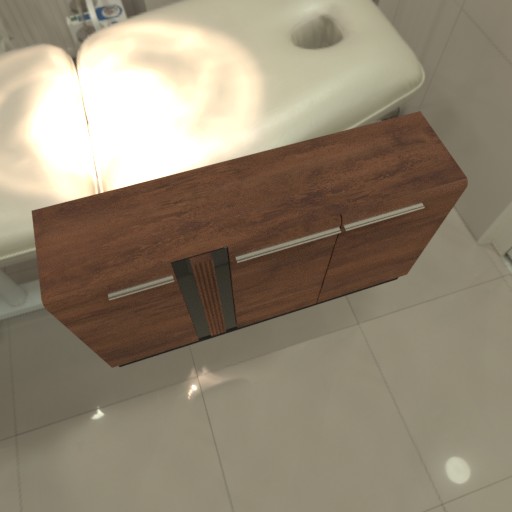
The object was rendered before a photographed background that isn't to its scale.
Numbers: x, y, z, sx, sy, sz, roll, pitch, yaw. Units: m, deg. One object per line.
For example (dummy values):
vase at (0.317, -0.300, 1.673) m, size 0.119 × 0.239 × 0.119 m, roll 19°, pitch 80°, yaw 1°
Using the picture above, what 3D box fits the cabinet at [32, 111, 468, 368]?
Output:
cabinet at (0.000, 0.000, 2.051) m, size 1.600 × 0.900 × 0.420 m, roll -16°, pitch 63°, yaw -9°
